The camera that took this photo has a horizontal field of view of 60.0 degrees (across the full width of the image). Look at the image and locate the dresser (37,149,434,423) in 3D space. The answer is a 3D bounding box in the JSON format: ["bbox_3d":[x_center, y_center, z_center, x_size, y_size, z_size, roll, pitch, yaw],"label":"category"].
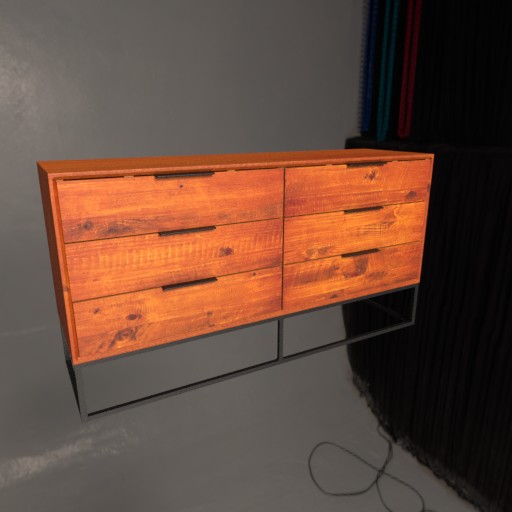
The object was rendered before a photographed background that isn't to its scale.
[{"bbox_3d":[0.000,0.000,1.862,1.536,0.810,0.464,-9,19,-28],"label":"dresser"}]
